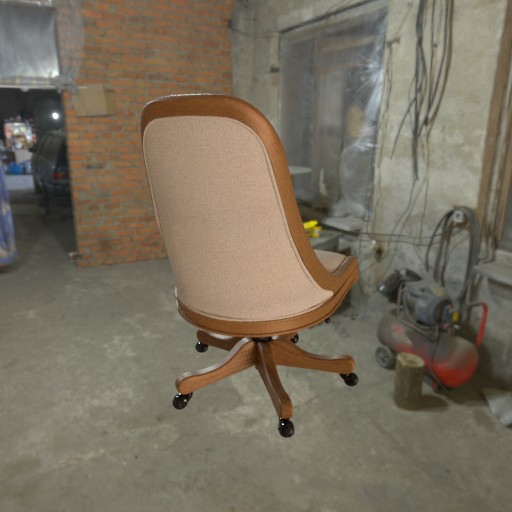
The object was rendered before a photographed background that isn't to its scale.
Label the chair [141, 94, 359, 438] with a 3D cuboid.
[{"bbox_3d":[0.000,0.000,1.547,0.702,1.009,0.811,8,17,25],"label":"chair"}]
